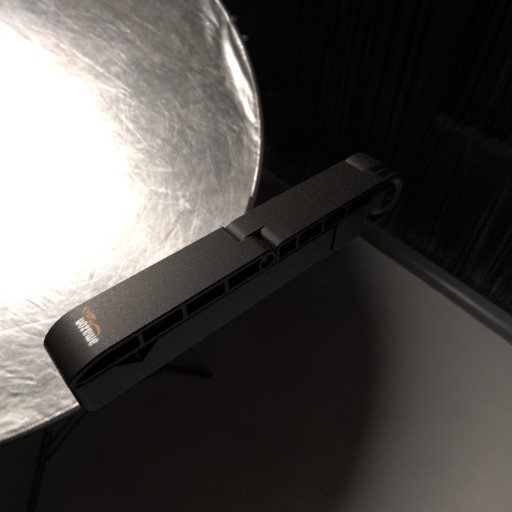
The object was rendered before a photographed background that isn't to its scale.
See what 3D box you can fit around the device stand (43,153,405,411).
[{"bbox_3d":[0.000,0.000,0.195,0.179,0.030,0.026,-31,54,-26],"label":"device stand"}]
